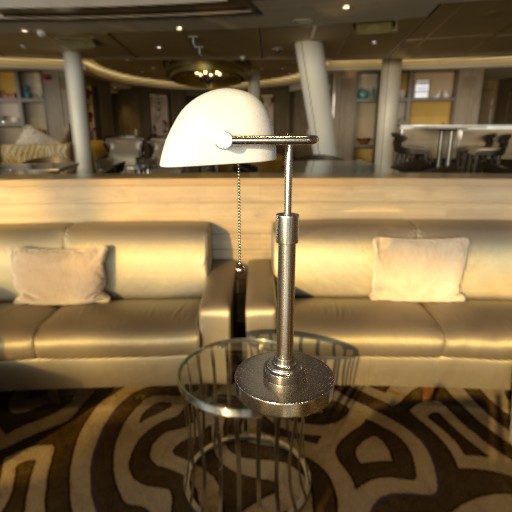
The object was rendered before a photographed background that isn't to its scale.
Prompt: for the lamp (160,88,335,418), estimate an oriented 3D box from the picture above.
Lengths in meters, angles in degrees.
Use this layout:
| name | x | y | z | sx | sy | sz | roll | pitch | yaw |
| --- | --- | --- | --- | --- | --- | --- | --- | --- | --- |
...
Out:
| name | x | y | z | sx | sy | sz | roll | pitch | yaw |
| --- | --- | --- | --- | --- | --- | --- | --- | --- | --- |
| lamp | 0.000 | 0.000 | 0.585 | 0.227 | 0.404 | 0.269 | -2 | 16 | -8 |
